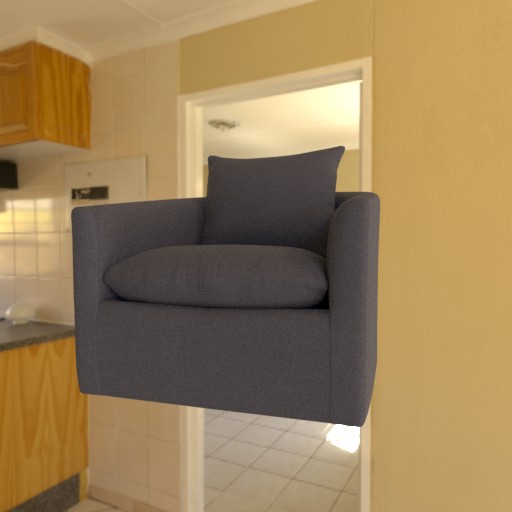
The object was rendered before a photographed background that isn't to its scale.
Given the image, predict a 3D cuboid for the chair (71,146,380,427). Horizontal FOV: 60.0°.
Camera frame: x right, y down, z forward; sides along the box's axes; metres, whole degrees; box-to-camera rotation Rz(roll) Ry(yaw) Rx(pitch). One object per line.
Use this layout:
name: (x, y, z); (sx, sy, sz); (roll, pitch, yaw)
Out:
chair: (0.000, 0.000, 1.569); (0.845, 0.848, 0.910); (0, 2, 18)
